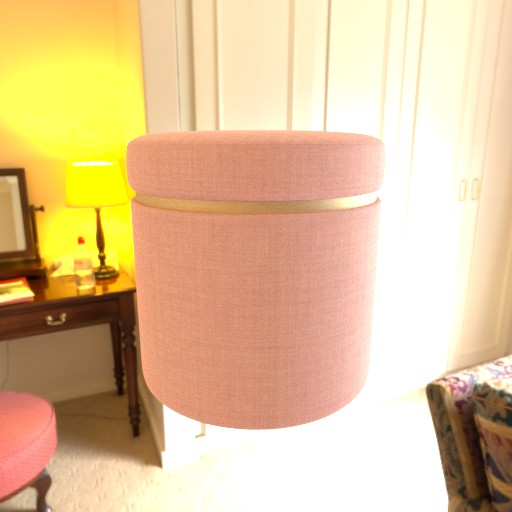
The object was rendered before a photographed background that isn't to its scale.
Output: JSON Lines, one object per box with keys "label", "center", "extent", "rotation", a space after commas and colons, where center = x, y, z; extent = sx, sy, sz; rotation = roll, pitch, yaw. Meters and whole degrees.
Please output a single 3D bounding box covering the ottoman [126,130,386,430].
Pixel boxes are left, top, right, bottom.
{"label": "ottoman", "center": [0.000, 0.000, 0.749], "extent": [0.400, 0.406, 0.400], "rotation": [0, 15, 0]}
